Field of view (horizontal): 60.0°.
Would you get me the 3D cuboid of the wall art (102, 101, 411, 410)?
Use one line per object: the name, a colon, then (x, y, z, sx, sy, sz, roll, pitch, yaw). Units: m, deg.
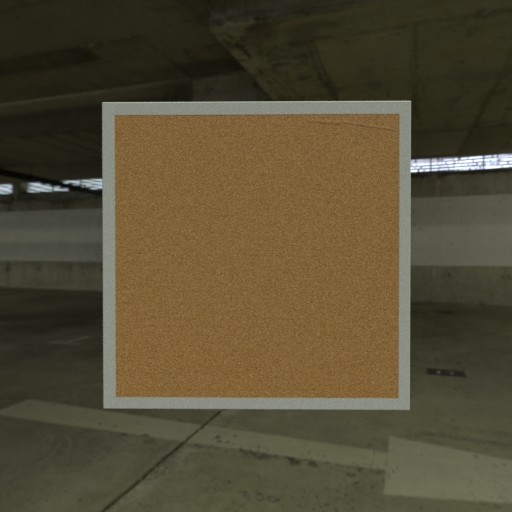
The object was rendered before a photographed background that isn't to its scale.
wall art: (0.000, 0.000, 0.457, 0.305, 0.305, 0.038, 0, 1, 1)
